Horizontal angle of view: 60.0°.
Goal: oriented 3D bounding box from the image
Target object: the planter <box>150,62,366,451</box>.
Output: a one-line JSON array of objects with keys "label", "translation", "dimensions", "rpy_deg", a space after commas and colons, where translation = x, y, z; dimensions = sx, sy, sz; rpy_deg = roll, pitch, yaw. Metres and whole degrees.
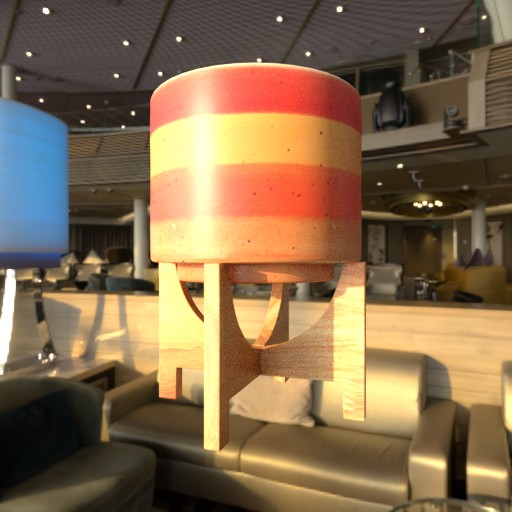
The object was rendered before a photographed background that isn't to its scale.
[{"label": "planter", "translation": [0.000, 0.000, 0.557], "dimensions": [0.269, 0.379, 0.269], "rpy_deg": [0, 0, 0]}]
